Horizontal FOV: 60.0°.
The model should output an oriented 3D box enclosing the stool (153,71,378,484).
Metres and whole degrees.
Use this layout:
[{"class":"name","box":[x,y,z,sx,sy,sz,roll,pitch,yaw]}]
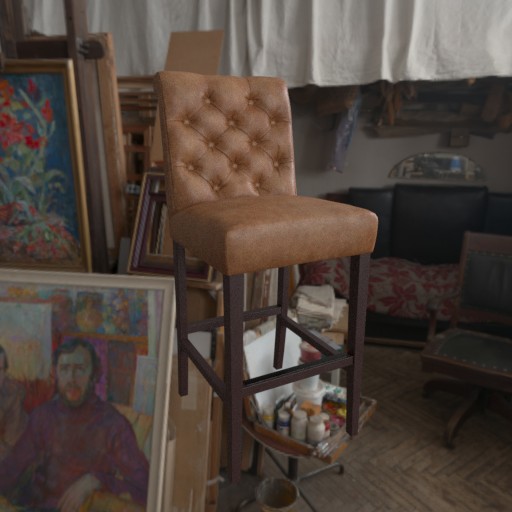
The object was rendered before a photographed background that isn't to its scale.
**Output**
[{"class":"stool","box":[0.000,0.000,1.434,0.493,1.140,0.601,-8,18,-26]}]
